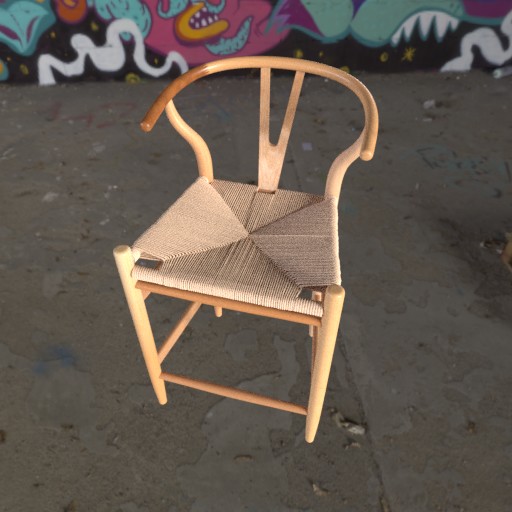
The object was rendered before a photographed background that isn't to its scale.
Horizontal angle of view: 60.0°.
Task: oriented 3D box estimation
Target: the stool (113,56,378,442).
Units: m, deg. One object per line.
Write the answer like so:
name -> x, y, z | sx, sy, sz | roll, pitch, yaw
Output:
stool -> 0.000, 0.000, 1.274 | 0.536, 0.923, 0.575 | 10, 43, 11
